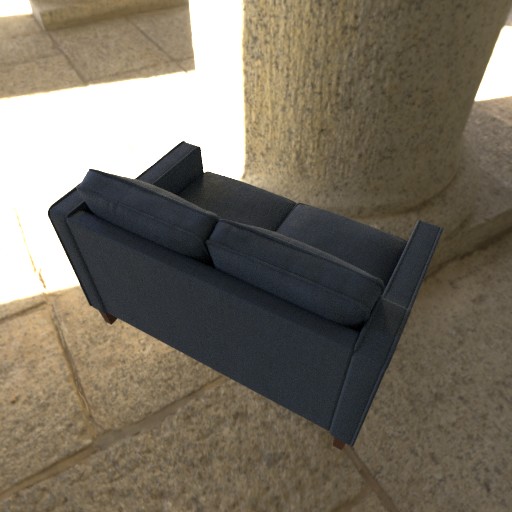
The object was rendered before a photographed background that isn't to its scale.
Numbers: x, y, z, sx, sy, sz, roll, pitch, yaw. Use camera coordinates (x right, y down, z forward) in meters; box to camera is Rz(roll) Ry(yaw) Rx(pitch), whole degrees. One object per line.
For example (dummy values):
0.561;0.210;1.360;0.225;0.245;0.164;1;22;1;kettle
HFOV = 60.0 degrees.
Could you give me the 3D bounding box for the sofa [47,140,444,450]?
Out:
0.000;0.000;2.163;1.501;0.971;0.987;23;51;20;sofa
